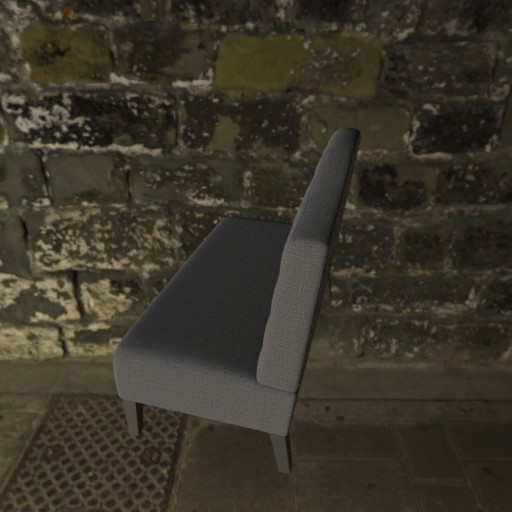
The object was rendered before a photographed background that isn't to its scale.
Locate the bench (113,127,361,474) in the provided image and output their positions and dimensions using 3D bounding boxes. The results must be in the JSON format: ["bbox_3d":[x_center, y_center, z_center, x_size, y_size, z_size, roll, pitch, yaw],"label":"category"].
[{"bbox_3d":[0.000,0.000,2.081,0.815,1.180,1.335,8,30,14],"label":"bench"}]
